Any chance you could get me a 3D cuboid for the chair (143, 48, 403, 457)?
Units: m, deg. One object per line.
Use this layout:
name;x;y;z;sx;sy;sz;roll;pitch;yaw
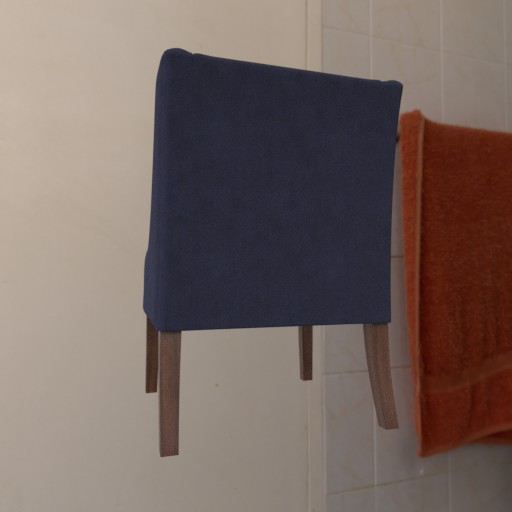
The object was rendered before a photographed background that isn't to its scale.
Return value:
chair;0.000;0.000;1.324;0.629;0.895;0.629;1;-2;-17
